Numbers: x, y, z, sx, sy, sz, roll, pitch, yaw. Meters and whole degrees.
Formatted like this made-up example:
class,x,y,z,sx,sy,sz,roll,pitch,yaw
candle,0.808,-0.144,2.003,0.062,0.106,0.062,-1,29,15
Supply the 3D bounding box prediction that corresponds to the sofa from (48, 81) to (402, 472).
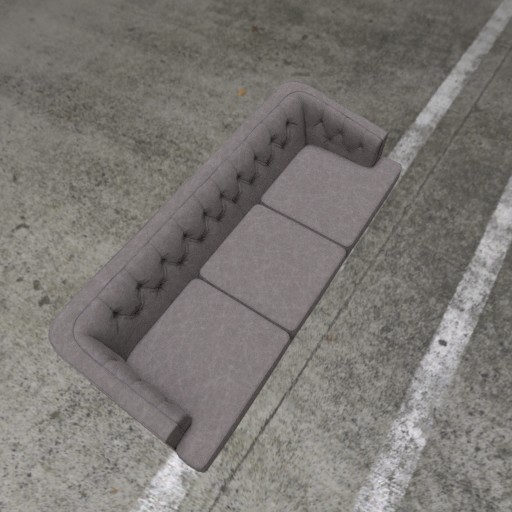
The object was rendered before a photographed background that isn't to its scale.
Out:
class,x,y,z,sx,sy,sz,roll,pitch,yaw
sofa,0.000,0.000,2.651,0.917,0.806,2.247,30,63,17
